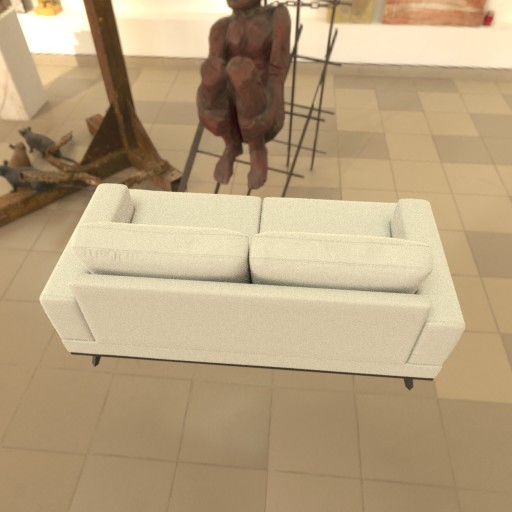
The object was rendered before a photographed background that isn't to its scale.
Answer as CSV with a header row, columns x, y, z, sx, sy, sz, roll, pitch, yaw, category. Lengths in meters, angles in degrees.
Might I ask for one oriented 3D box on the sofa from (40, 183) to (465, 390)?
x,y,z,sx,sy,sz,roll,pitch,yaw,category
0.000,0.000,2.111,1.650,0.810,0.920,3,47,3,sofa
